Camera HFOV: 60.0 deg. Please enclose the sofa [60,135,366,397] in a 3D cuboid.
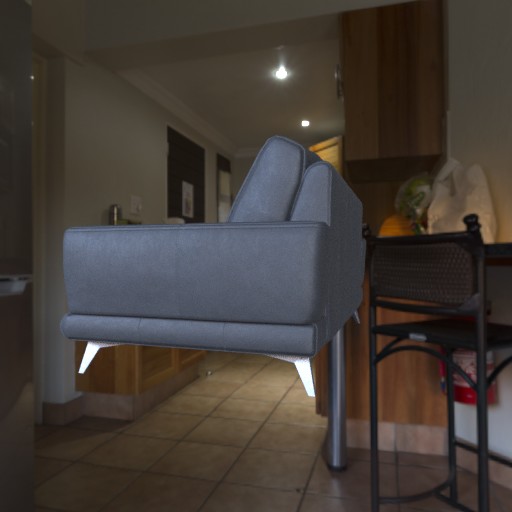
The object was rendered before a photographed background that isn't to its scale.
[{"bbox_3d":[0.000,0.000,2.356,1.018,0.907,1.806,0,0,18],"label":"sofa"}]
